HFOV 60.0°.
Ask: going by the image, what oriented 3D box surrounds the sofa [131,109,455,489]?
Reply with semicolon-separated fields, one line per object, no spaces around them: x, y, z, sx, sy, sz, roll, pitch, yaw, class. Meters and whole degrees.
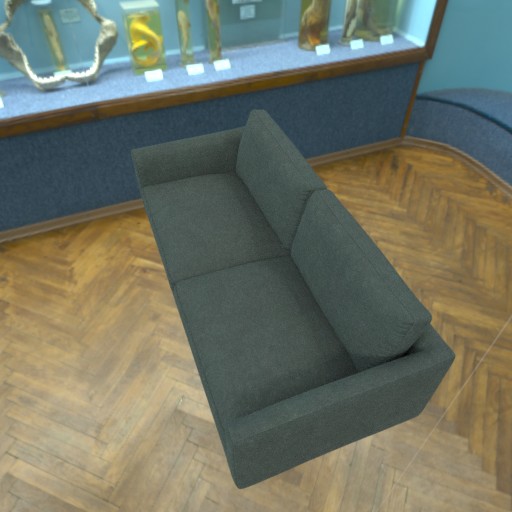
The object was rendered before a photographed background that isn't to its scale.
0.000;0.000;2.734;1.092;0.838;2.257;-15;48;-14;sofa
